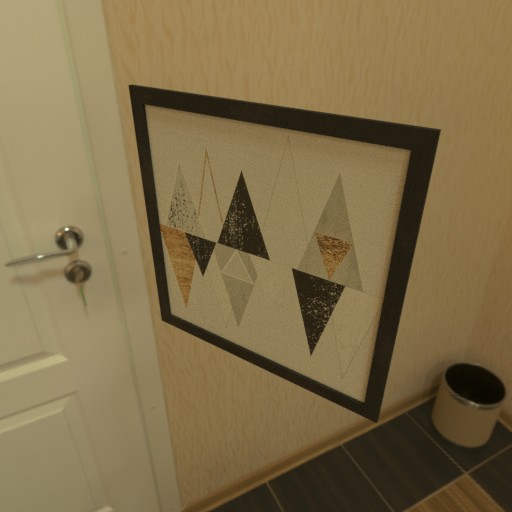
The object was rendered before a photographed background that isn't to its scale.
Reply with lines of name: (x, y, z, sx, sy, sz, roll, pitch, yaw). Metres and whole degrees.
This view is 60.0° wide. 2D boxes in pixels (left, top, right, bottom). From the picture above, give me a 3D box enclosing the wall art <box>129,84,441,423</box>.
wall art: (0.000, 0.000, 1.235, 0.823, 0.823, 0.013, 19, 36, 28)
